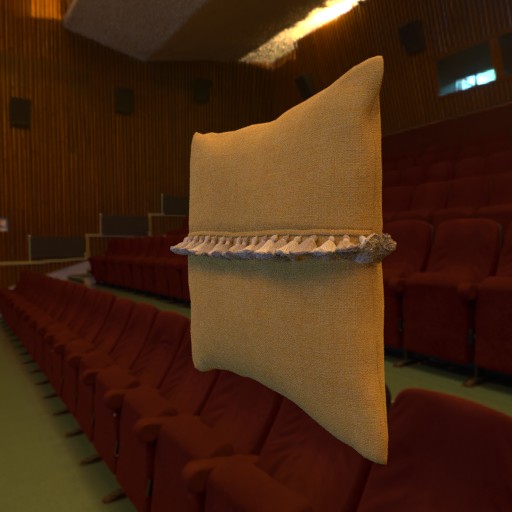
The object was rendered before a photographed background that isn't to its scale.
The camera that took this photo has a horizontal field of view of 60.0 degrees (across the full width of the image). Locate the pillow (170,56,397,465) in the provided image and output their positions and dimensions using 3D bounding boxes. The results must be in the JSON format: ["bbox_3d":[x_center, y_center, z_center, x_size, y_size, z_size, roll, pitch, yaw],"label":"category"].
[{"bbox_3d":[0.000,0.000,0.698,0.167,0.481,0.485,-1,2,-35],"label":"pillow"}]
